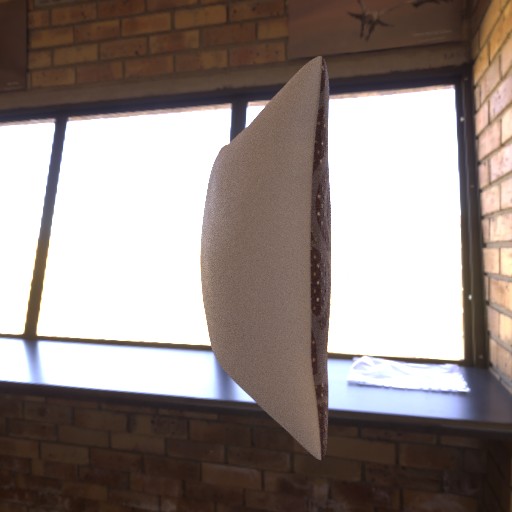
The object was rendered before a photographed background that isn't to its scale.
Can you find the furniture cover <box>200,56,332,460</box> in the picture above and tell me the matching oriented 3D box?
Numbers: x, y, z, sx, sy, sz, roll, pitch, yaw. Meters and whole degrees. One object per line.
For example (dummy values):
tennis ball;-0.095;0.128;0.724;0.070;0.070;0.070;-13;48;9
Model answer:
furniture cover;0.000;0.000;0.811;0.193;0.509;0.552;0;1;-17
